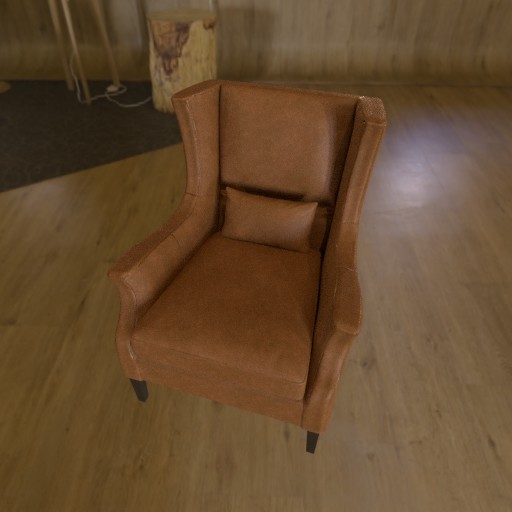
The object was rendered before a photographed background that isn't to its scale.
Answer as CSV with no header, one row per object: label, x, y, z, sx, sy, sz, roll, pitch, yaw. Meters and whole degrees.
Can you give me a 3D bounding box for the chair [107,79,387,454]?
chair,0.000,0.000,1.680,0.852,1.016,0.925,12,42,13
